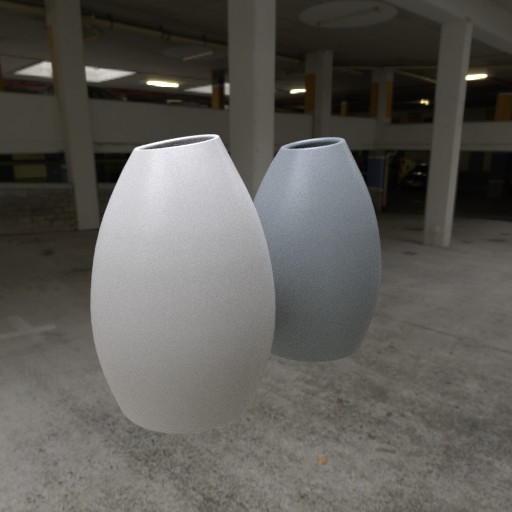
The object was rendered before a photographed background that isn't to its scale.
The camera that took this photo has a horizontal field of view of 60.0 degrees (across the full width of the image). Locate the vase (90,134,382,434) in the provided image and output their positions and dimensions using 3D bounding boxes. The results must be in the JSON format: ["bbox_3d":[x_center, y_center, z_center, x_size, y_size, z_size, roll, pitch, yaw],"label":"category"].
[{"bbox_3d":[0.000,0.000,0.250,0.187,0.131,0.089,-13,19,-43],"label":"vase"}]
